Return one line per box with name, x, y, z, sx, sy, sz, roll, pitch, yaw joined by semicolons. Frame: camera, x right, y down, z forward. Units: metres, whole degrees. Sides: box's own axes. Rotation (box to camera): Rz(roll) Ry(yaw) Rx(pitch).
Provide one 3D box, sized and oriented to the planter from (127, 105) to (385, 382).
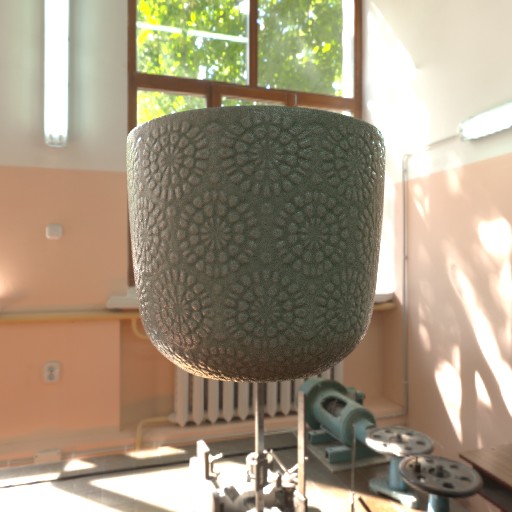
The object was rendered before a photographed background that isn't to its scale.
planter;0.000;0.000;0.221;0.124;0.109;0.124;0;0;0
